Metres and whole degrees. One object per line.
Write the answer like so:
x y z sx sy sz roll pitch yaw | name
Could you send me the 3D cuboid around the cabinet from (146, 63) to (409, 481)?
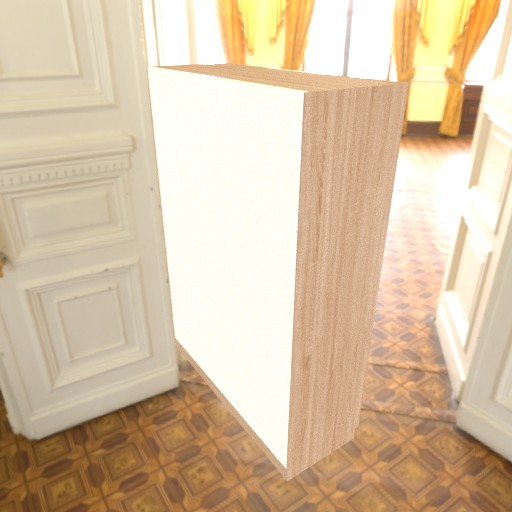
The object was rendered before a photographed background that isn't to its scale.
0.000 0.000 2.770 0.590 2.120 1.500 -17 32 -30 | cabinet
